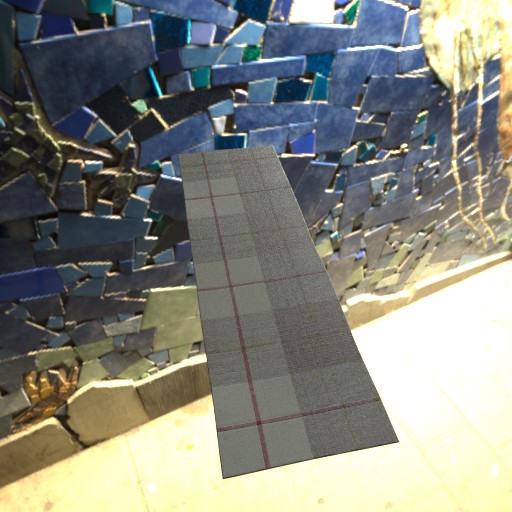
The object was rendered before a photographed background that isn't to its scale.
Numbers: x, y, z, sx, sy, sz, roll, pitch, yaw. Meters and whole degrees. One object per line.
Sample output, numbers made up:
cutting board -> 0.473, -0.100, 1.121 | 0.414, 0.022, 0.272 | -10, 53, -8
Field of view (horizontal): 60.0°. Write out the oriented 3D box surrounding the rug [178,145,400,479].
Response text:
rug -> 0.000, 0.000, 2.681 | 0.762, 0.013, 2.439 | -8, 46, -8
